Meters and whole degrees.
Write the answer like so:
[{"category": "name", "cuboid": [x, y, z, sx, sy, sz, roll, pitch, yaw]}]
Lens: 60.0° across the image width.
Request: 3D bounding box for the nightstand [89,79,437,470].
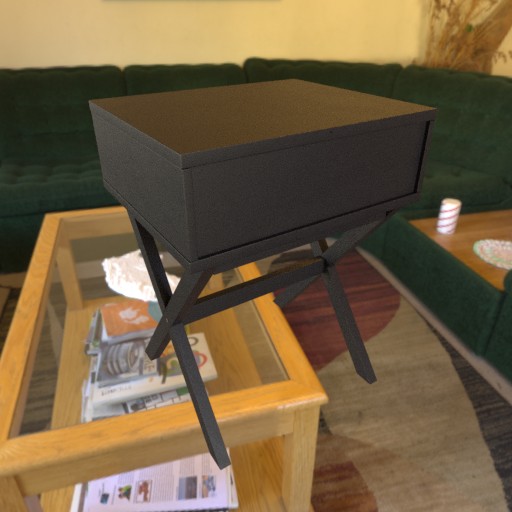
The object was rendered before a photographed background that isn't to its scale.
[{"category": "nightstand", "cuboid": [0.000, 0.000, 0.943, 0.479, 0.623, 0.402, -18, 34, -28]}]
